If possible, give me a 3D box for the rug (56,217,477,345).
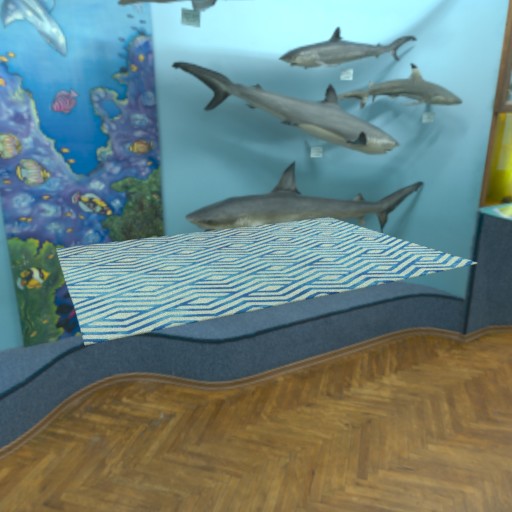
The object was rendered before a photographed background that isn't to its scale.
[{"bbox_3d":[0.000,0.000,2.301,1.830,0.008,1.225,-8,19,-26],"label":"rug"}]
